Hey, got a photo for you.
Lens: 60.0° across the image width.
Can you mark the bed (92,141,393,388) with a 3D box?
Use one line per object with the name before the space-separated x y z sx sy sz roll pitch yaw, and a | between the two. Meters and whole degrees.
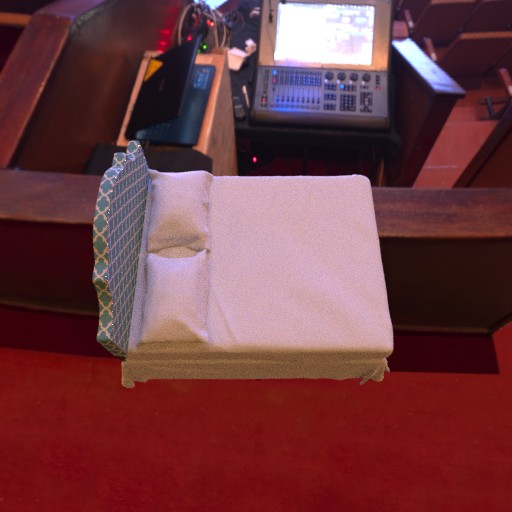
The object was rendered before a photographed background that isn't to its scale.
bed | 0.000 0.000 3.460 2.222 1.633 1.780 0 64 0
